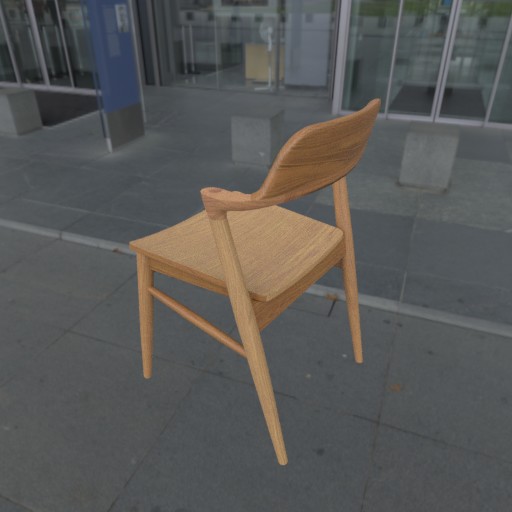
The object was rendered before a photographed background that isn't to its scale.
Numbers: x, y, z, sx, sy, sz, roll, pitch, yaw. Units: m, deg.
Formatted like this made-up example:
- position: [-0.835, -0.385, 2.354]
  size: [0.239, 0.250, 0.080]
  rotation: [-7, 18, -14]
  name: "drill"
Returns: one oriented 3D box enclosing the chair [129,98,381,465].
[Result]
- position: [0.000, 0.000, 1.145]
  size: [0.499, 0.792, 0.512]
  rotation: [21, 36, 31]
  name: "chair"
